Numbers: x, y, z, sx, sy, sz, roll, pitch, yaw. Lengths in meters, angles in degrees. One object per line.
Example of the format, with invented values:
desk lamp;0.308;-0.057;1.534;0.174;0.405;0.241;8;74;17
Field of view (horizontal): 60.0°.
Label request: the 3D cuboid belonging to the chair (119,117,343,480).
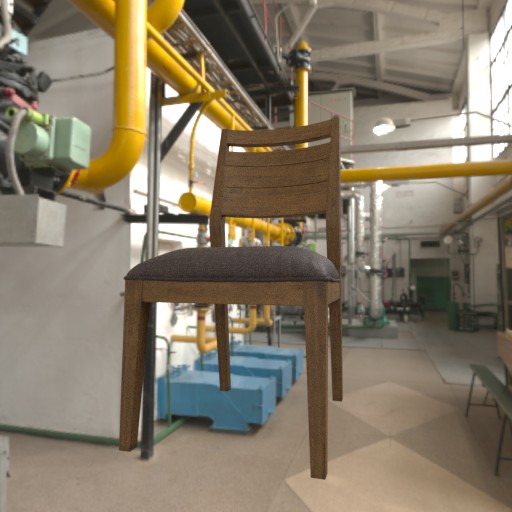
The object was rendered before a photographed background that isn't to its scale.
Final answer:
chair;0.000;0.000;1.286;0.501;0.939;0.610;-1;-2;18
